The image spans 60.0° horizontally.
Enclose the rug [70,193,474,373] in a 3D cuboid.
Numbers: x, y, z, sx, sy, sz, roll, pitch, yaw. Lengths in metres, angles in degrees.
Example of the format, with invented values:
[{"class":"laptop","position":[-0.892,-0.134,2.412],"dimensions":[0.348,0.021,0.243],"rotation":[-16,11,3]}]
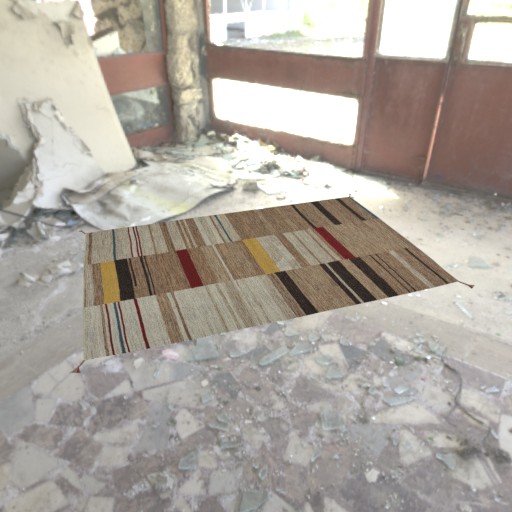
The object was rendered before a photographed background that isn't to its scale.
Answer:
[{"class":"rug","position":[0.000,0.000,2.467],"dimensions":[1.918,0.007,1.268],"rotation":[-10,32,-15]}]
